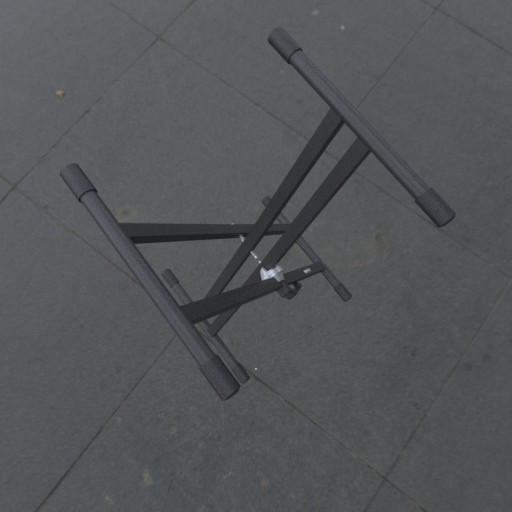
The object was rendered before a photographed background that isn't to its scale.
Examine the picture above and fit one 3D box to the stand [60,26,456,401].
[{"bbox_3d":[0.000,0.000,1.194,0.503,0.900,0.495,-37,79,-9],"label":"stand"}]
